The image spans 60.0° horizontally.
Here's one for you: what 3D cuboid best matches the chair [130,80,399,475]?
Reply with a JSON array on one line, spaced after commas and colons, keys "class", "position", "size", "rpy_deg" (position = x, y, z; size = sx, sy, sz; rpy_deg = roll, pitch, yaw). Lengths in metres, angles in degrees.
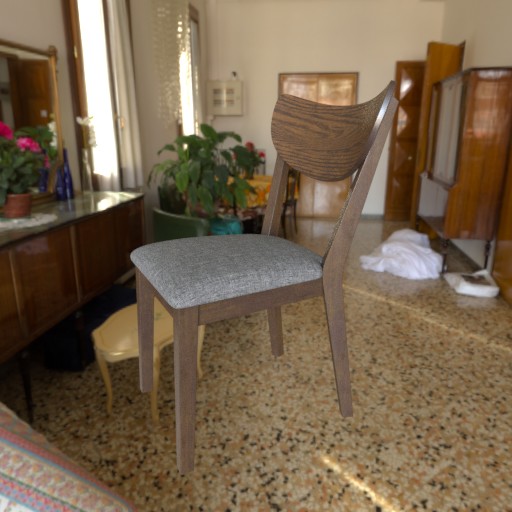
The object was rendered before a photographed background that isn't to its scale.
[{"class": "chair", "position": [0.000, 0.000, 1.173], "size": [0.583, 0.849, 0.491], "rpy_deg": [-8, 18, -26]}]
